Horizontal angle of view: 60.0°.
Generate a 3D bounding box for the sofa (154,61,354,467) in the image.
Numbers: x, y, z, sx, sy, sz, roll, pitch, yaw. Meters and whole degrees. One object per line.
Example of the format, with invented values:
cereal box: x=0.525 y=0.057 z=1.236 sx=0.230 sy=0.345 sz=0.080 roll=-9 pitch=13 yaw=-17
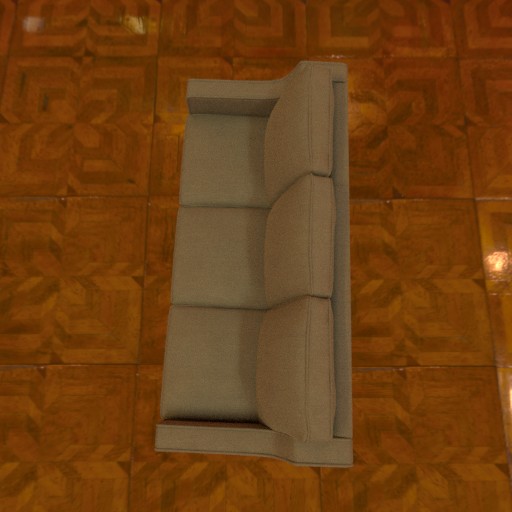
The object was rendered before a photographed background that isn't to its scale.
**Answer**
sofa: x=0.000 y=0.000 z=2.446 sx=0.911 sy=0.974 sz=1.986 roll=2 pitch=76 yaw=1
